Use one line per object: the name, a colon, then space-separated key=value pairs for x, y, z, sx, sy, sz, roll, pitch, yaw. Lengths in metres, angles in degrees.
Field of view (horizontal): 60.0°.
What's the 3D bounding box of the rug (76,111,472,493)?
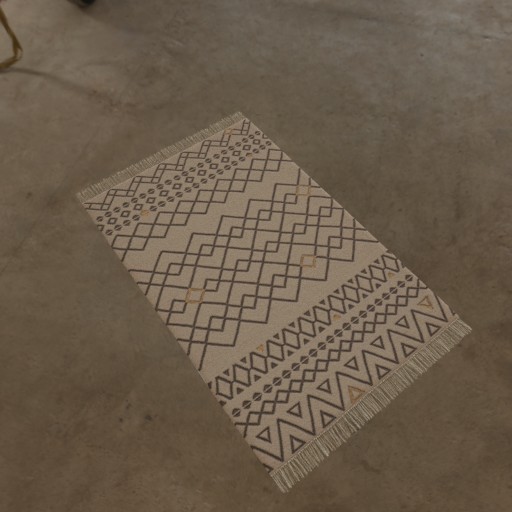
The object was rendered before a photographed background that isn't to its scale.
rug: x=0.000 y=0.000 z=2.453 sx=1.224 sy=0.028 sz=2.023 roll=-33 pitch=64 yaw=-18
